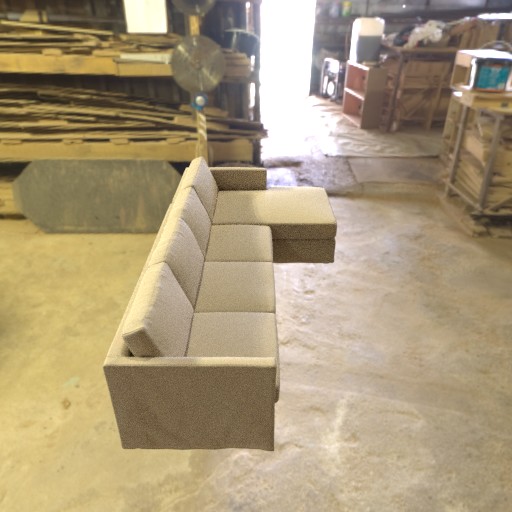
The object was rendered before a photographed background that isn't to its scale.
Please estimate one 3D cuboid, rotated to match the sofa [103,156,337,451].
[{"bbox_3d":[0.000,0.000,3.829,1.622,0.871,3.206,0,30,0],"label":"sofa"}]
